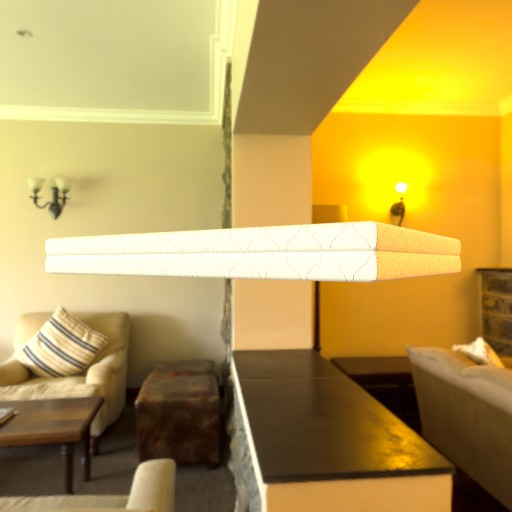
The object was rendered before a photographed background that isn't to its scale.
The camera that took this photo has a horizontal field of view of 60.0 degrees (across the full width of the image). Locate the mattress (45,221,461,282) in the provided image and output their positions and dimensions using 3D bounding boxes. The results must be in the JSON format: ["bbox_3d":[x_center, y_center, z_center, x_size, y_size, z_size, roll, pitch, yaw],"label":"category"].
[{"bbox_3d":[0.000,0.000,2.508,1.900,0.200,1.400,-1,-1,35],"label":"mattress"}]
